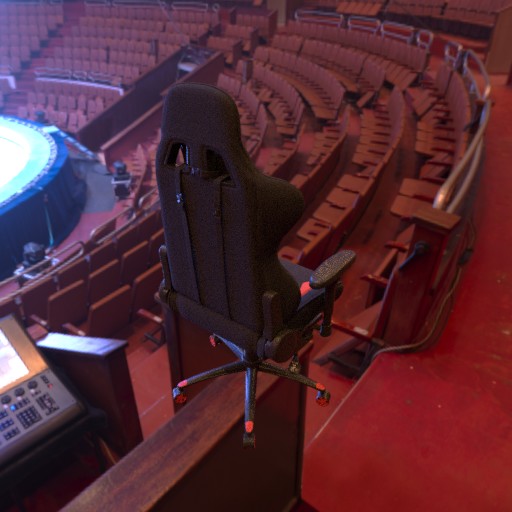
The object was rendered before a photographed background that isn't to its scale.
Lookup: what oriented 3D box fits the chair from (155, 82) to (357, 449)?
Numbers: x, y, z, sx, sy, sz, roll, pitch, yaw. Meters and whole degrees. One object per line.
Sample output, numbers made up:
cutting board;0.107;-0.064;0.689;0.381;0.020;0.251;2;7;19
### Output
chair;0.000;0.000;1.721;0.695;1.326;0.658;21;36;32
